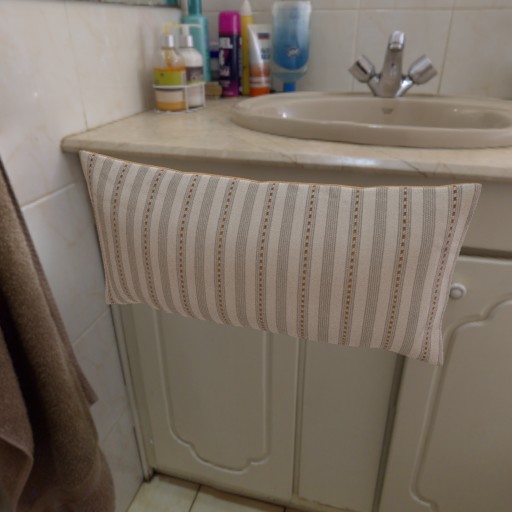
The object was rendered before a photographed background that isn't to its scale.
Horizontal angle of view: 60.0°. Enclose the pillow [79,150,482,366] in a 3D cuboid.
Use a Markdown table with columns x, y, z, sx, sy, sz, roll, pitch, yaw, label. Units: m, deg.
| x | y | z | sx | sy | sz | roll | pitch | yaw | label |
| --- | --- | --- | --- | --- | --- | --- | --- | --- | --- |
| 0.000 | 0.000 | 0.706 | 0.608 | 0.291 | 0.151 | 8 | 28 | 15 | pillow |
